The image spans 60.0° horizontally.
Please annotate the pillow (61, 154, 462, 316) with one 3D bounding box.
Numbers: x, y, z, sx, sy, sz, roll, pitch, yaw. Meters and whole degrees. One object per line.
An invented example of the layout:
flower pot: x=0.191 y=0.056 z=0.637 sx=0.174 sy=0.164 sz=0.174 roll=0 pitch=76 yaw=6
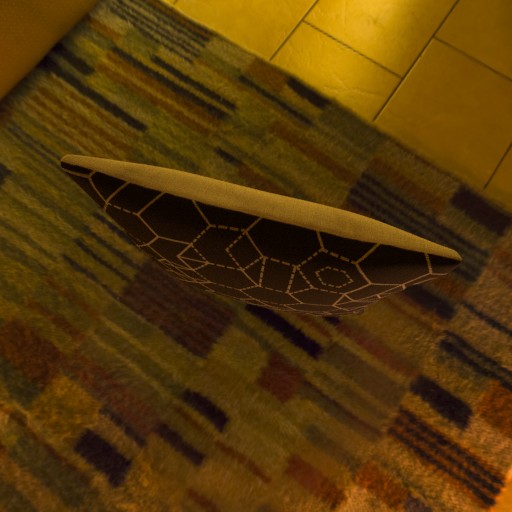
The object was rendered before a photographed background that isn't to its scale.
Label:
pillow: x=0.000 y=0.000 z=0.794 sx=0.517 sy=0.508 sz=0.158 roll=14 pitch=77 yaw=3
